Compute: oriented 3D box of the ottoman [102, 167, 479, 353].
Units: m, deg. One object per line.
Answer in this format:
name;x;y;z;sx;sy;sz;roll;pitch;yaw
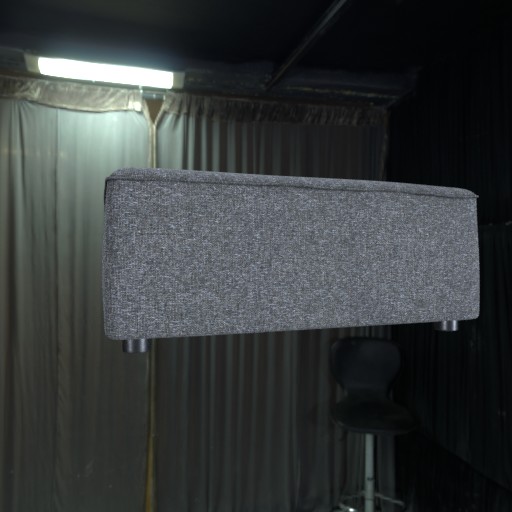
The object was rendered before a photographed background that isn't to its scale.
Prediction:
ottoman;0.000;0.000;1.545;1.017;0.423;1.021;0;0;-18
